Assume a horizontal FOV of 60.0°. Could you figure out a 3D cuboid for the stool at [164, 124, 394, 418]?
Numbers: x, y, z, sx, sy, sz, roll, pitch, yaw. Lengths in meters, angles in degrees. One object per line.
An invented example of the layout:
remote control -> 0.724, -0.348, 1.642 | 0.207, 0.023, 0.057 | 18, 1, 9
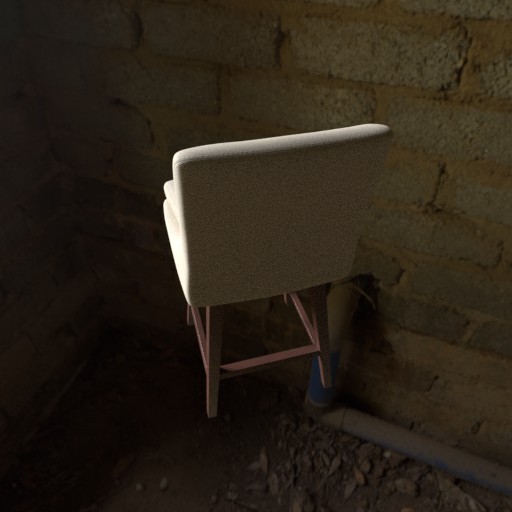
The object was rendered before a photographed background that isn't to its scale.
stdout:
stool -> 0.000, 0.000, 1.329 | 0.483, 0.991, 0.559 | -10, 42, -12
